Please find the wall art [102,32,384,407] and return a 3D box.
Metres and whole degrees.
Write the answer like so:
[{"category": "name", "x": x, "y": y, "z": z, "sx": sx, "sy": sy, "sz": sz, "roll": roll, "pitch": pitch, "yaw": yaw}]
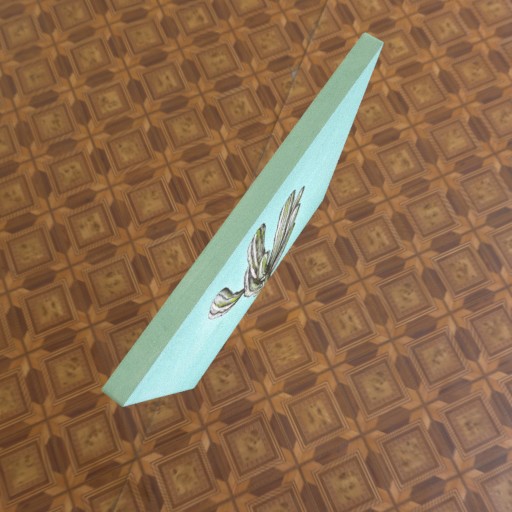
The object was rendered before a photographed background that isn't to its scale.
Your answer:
[{"category": "wall art", "x": 0.000, "y": 0.000, "z": 1.542, "sx": 0.070, "sy": 1.073, "sz": 1.071, "roll": 33, "pitch": 78, "yaw": 8}]
